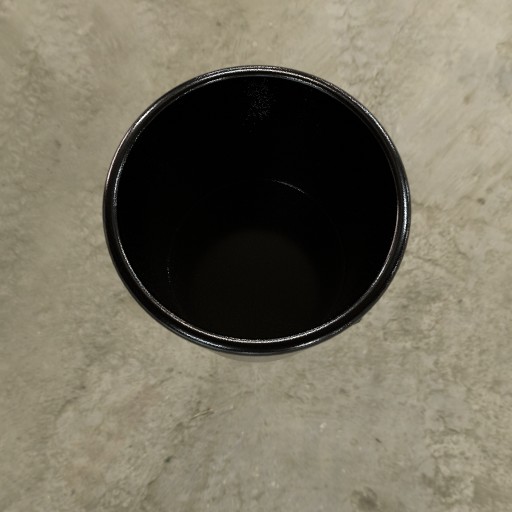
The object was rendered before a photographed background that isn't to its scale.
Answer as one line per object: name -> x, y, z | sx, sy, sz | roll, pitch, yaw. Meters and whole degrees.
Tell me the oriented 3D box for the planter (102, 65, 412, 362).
planter -> 0.000, 0.000, 0.634 | 0.310, 0.432, 0.310 | -34, 78, -8
